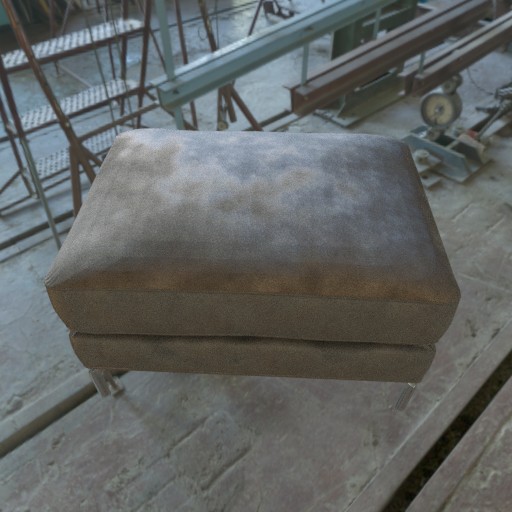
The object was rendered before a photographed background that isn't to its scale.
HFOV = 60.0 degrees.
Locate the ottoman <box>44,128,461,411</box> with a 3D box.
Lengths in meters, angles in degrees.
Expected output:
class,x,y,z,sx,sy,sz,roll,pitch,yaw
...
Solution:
class,x,y,z,sx,sy,sz,roll,pitch,yaw
ottoman,0.000,0.000,1.029,0.719,0.456,0.520,2,46,2
